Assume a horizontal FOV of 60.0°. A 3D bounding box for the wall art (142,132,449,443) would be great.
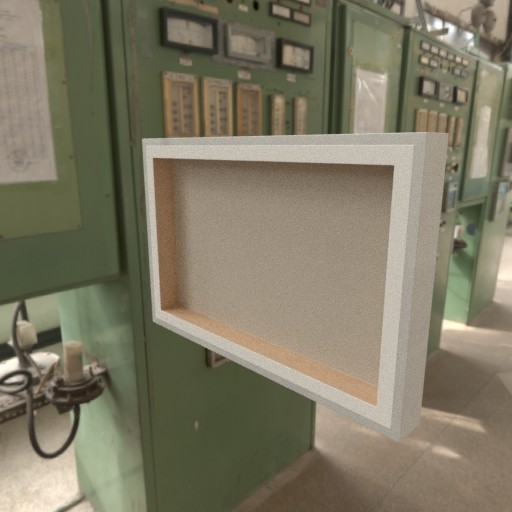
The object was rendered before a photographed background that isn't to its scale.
[{"bbox_3d":[0.000,0.000,0.489,0.381,0.254,0.038,13,19,43],"label":"wall art"}]
